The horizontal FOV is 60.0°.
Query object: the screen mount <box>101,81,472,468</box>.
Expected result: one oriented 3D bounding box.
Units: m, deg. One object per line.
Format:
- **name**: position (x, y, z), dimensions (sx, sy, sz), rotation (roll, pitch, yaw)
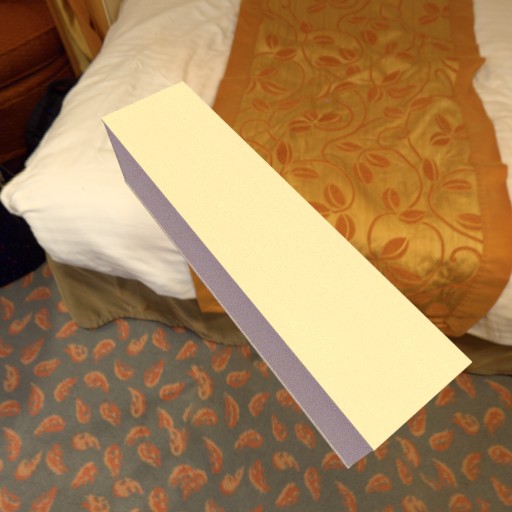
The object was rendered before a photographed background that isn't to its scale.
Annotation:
- **screen mount**: position (0.000, 0.000, 1.793), dimensions (0.418, 0.520, 1.600), rotation (-32, 63, -18)
